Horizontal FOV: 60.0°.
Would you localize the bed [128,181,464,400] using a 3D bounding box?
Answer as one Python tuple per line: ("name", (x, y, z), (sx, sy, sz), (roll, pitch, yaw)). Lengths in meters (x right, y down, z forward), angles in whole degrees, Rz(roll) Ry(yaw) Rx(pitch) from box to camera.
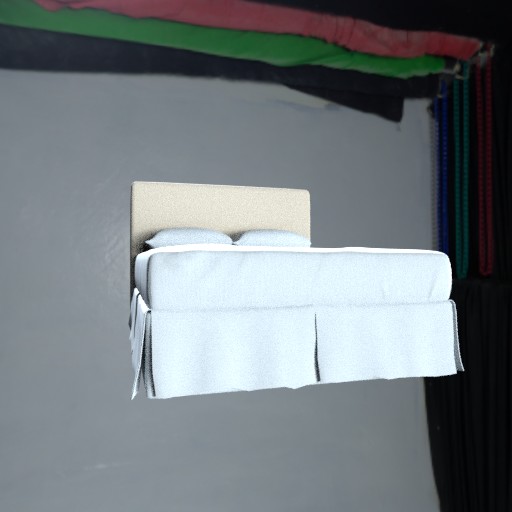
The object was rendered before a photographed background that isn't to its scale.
("bed", (0.000, 0.000, 3.149), (1.748, 1.330, 2.142), (0, -1, -17))
